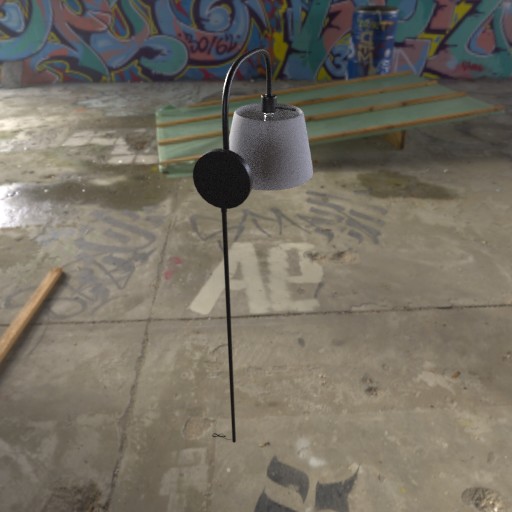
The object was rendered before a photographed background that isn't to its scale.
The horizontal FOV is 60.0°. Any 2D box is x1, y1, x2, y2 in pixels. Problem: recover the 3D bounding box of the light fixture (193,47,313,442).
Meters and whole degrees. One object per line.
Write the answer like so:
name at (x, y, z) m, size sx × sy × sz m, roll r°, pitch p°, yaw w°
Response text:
light fixture at (0.000, 0.000, 0.465) m, size 0.092 × 0.399 × 0.176 m, roll 10°, pitch 34°, yaw 14°
